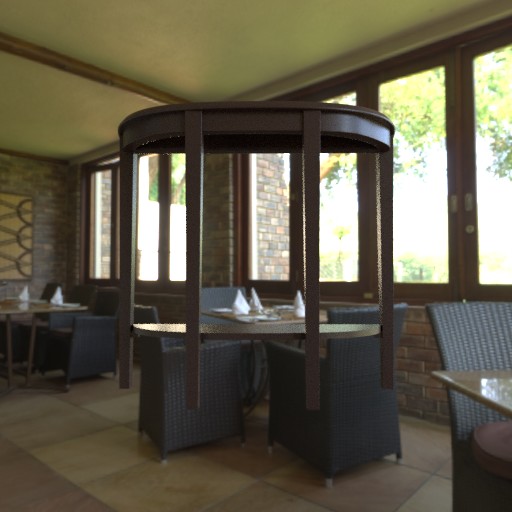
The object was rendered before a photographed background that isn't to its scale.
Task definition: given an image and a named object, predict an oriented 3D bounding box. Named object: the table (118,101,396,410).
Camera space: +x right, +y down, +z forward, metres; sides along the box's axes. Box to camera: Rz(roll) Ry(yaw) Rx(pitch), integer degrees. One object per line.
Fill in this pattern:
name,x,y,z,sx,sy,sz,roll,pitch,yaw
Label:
table,0.000,0.000,1.314,0.909,0.831,0.274,0,-2,1
